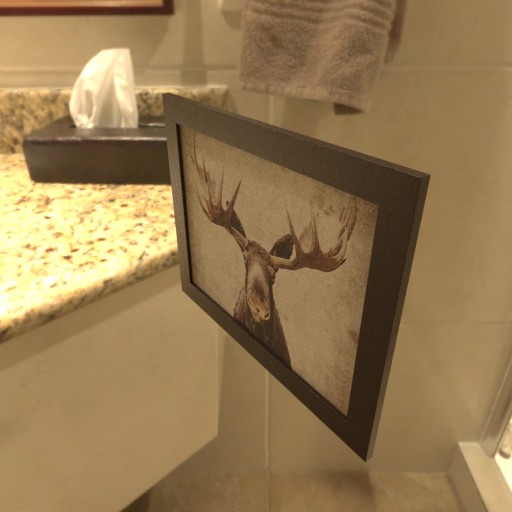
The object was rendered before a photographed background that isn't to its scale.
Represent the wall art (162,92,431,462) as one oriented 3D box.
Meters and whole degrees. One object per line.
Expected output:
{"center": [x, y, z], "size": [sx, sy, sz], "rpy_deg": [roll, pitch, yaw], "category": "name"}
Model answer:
{"center": [0.000, 0.000, 1.601], "size": [0.034, 0.952, 1.207], "rpy_deg": [-21, 36, -31], "category": "wall art"}
